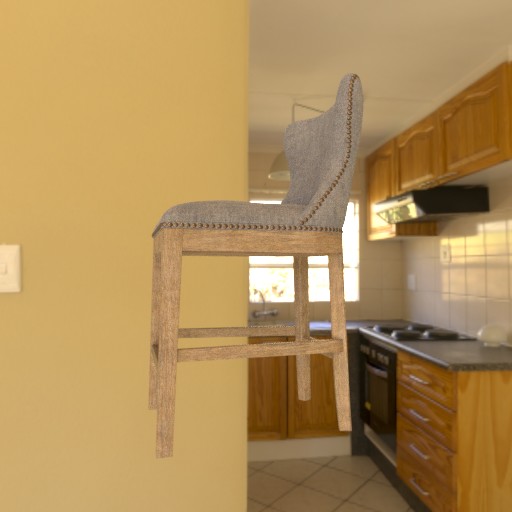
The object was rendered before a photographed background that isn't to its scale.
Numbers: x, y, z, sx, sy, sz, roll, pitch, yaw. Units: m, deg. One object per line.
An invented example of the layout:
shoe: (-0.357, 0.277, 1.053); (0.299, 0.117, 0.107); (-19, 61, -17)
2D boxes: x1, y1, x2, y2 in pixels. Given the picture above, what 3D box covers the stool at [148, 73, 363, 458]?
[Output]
stool: (0.000, 0.000, 1.339); (0.608, 0.981, 0.498); (0, -1, -16)
